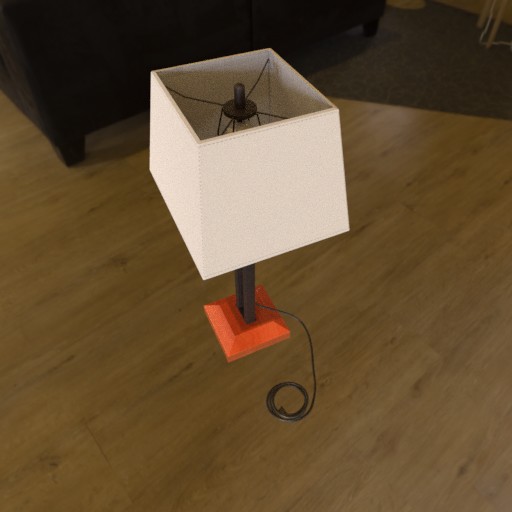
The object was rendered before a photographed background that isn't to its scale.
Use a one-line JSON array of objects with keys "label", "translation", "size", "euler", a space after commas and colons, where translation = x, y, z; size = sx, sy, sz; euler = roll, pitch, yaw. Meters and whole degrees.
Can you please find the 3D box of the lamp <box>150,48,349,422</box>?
[{"label": "lamp", "translation": [0.000, 0.000, 0.988], "size": [0.310, 0.737, 0.498], "euler": [-18, 50, -16]}]
